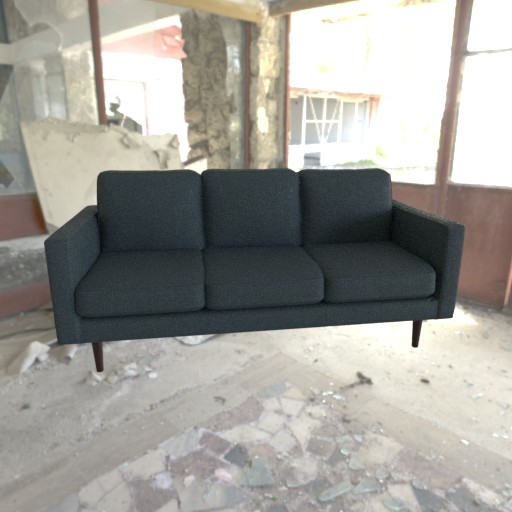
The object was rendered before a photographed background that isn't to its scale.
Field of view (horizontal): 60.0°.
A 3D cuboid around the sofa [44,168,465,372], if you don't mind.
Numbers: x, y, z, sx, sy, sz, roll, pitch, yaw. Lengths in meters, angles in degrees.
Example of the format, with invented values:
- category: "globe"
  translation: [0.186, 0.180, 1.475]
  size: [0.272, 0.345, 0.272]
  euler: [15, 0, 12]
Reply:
- category: "sofa"
  translation: [0.000, 0.000, 2.545]
  size: [2.013, 0.945, 0.935]
  euler: [-2, 16, -8]
